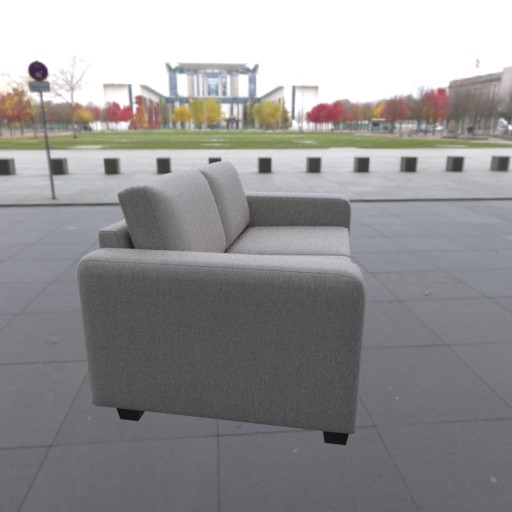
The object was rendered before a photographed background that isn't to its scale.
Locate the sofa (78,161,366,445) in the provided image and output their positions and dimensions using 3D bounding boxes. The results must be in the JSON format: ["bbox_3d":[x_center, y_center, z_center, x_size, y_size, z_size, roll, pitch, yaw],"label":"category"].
[{"bbox_3d":[0.000,0.000,2.059,0.900,0.800,1.540,3,17,9],"label":"sofa"}]
